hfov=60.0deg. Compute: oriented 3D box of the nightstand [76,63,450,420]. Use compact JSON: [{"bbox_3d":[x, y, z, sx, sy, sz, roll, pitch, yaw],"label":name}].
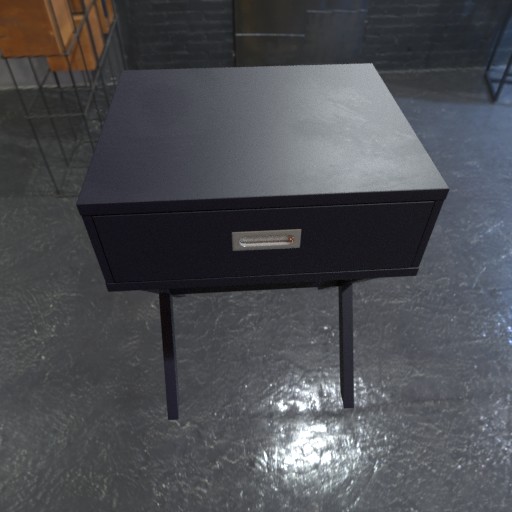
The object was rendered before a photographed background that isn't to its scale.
[{"bbox_3d":[0.000,0.000,0.927,0.479,0.623,0.402,-3,45,-3],"label":"nightstand"}]
